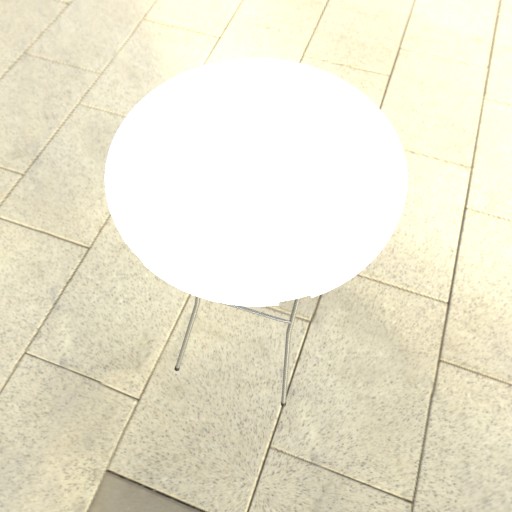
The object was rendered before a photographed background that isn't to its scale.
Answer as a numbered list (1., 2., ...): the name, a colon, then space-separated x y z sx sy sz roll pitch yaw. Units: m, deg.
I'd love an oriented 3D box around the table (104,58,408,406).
1. table: 0.000 0.000 1.656 0.792 1.105 0.795 16 64 8
